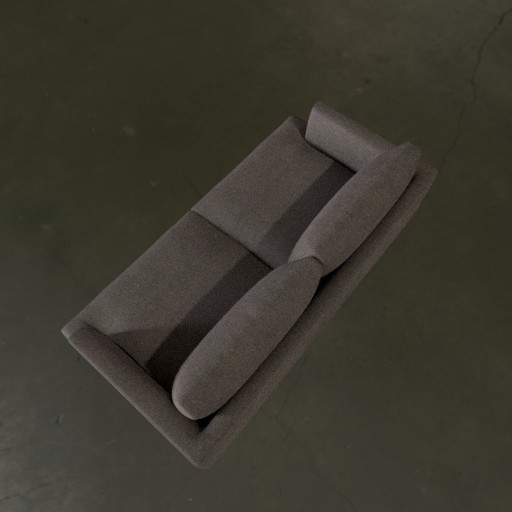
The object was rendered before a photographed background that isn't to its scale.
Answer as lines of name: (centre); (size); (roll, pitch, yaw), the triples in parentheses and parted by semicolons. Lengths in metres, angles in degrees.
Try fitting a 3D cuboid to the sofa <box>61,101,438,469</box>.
sofa: (0.000, 0.000, 2.442); (1.020, 0.868, 1.948); (37, 69, 17)
